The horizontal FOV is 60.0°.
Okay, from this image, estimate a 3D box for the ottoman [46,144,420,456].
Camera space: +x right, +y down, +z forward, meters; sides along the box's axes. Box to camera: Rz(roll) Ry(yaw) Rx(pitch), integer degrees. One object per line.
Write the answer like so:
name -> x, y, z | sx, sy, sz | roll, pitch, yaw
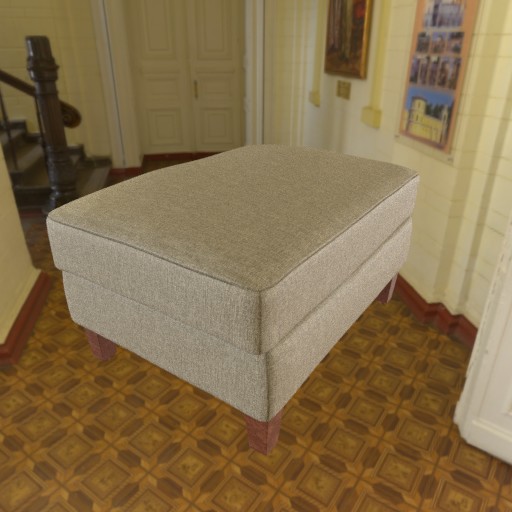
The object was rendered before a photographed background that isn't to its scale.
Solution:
ottoman -> 0.000, 0.000, 1.242 | 0.639, 0.494, 0.873 | 17, 31, 31
